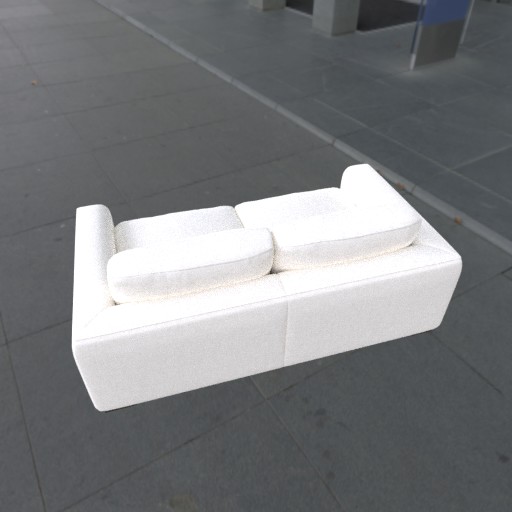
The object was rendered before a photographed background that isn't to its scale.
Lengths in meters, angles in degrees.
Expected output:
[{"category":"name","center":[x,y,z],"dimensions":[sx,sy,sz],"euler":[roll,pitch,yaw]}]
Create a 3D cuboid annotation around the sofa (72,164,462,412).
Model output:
[{"category":"sofa","center":[0.000,0.000,2.504],"dimensions":[1.920,0.801,1.069],"euler":[-11,41,-12]}]
